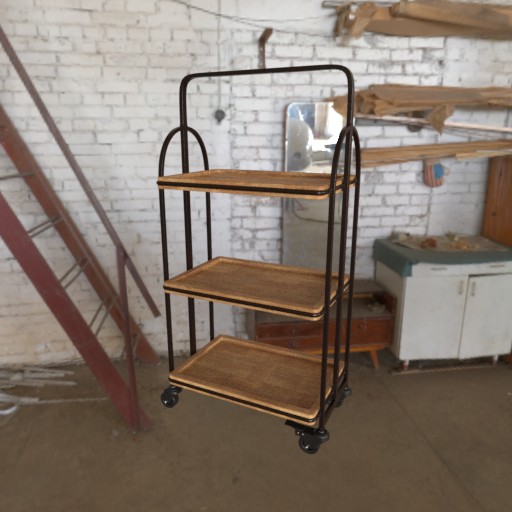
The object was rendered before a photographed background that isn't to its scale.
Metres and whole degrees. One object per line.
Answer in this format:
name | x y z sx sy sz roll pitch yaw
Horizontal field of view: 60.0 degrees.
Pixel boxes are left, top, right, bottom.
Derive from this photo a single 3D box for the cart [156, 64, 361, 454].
cart | 0.000 0.000 1.281 0.553 1.001 0.327 8 17 25
